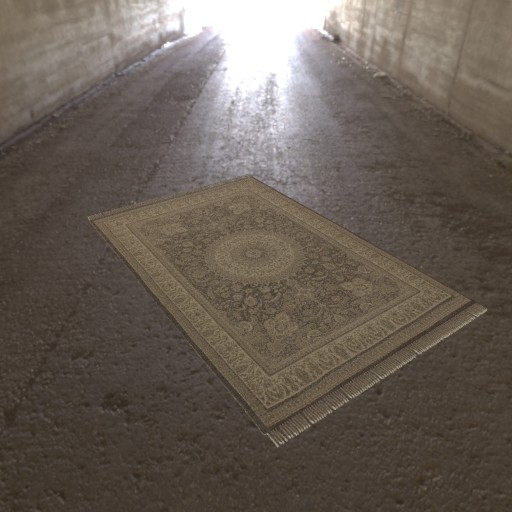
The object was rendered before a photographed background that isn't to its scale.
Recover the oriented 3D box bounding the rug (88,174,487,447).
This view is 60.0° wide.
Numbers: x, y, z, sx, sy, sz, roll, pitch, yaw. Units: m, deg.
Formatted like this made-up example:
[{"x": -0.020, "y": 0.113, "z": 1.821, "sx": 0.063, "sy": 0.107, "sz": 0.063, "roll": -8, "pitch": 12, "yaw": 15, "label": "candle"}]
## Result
[{"x": 0.000, "y": 0.000, "z": 2.986, "sx": 1.528, "sy": 0.010, "sz": 2.440, "roll": -21, "pitch": 38, "yaw": -29, "label": "rug"}]
